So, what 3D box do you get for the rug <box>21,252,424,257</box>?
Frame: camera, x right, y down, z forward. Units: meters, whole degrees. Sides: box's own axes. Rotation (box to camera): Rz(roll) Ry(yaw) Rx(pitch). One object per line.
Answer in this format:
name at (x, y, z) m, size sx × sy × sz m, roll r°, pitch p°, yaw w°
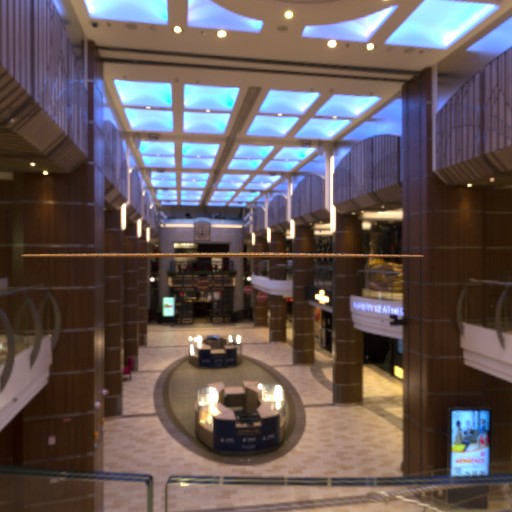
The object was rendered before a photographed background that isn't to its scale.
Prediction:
rug at (0.000, 0.000, 3.761) m, size 2.043 × 0.019 × 2.916 m, roll 0°, pitch 0°, yaw 34°
